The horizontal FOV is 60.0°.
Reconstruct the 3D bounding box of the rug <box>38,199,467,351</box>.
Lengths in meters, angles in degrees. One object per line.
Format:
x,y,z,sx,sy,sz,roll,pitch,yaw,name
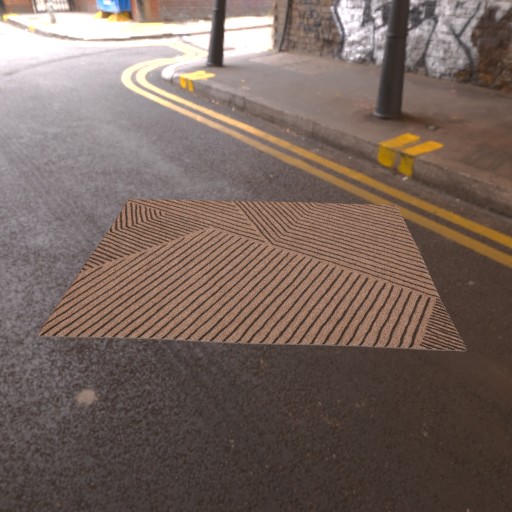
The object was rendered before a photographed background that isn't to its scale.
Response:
0.000,0.000,3.278,2.449,0.028,1.829,2,33,2,rug
